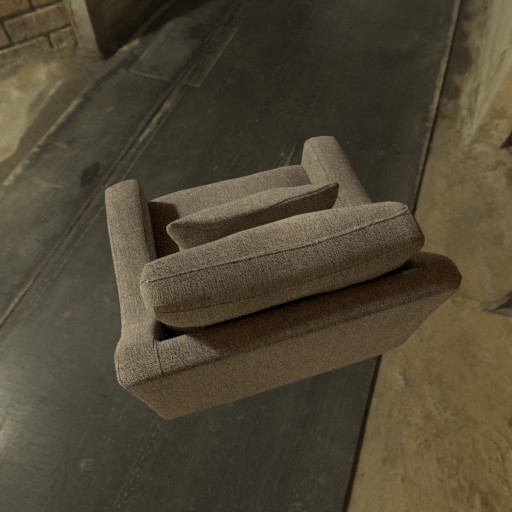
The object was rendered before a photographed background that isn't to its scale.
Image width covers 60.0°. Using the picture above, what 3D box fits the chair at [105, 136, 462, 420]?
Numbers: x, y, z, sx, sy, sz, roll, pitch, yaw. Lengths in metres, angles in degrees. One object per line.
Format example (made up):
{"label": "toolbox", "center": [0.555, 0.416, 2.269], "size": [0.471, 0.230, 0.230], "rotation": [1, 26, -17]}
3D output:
{"label": "chair", "center": [0.000, 0.000, 1.876], "size": [1.138, 1.037, 1.009], "rotation": [-15, 60, -9]}
